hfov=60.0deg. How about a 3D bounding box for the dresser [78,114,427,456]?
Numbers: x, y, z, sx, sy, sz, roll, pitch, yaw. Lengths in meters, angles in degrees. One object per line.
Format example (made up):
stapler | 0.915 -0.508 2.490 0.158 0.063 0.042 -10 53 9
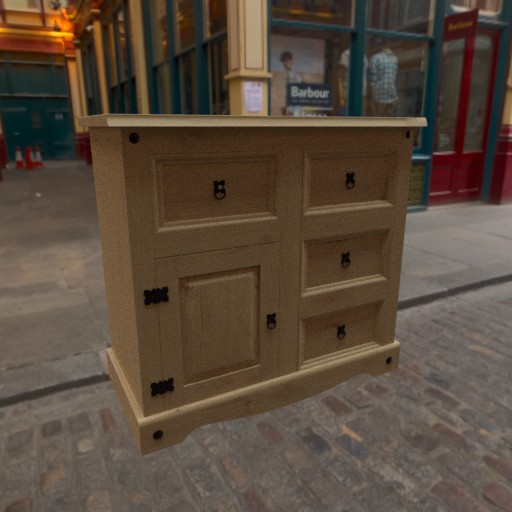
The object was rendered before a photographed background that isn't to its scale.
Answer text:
dresser | 0.000 0.000 1.401 0.915 0.835 0.440 -9 18 -27
